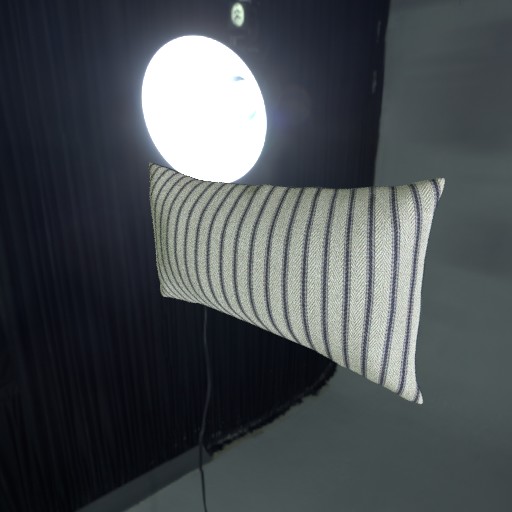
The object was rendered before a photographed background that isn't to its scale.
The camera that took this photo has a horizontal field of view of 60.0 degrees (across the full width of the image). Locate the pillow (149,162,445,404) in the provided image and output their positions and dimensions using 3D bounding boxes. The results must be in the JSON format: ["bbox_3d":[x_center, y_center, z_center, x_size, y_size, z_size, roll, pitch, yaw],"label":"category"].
[{"bbox_3d":[0.000,0.000,0.751,0.609,0.305,0.151,15,22,42],"label":"pillow"}]
